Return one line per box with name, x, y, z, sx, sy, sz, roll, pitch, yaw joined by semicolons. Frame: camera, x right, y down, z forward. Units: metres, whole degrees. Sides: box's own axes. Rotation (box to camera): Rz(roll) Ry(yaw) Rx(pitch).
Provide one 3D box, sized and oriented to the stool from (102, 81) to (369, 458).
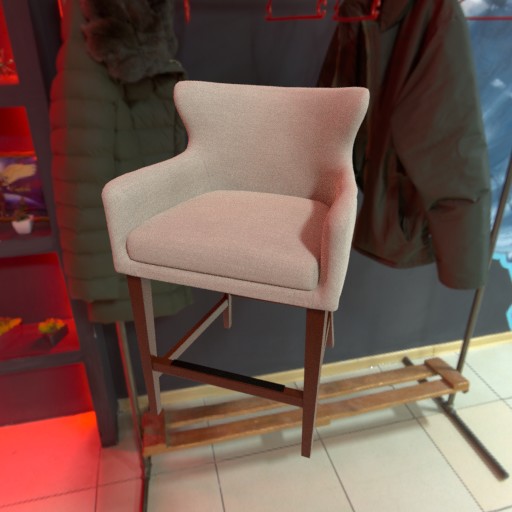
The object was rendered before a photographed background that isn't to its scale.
stool;0.000;0.000;1.394;0.615;0.987;0.637;9;29;16
